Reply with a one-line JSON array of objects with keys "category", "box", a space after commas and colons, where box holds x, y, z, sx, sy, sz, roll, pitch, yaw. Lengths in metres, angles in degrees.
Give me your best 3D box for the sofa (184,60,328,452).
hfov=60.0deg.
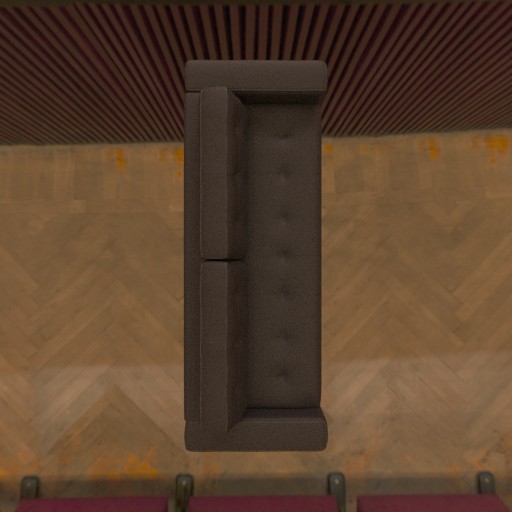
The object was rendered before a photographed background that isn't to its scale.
[{"category": "sofa", "box": [0.000, 0.000, 2.723, 0.833, 0.893, 2.275, 0, 90, 0]}]
